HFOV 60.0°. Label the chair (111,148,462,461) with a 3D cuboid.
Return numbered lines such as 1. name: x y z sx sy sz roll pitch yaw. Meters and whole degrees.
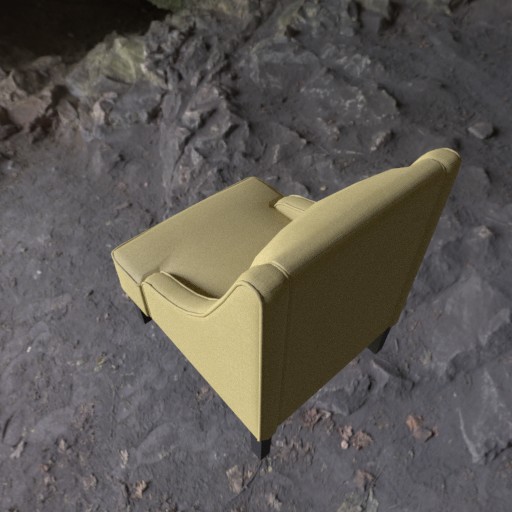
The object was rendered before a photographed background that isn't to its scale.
1. chair: 0.000 0.000 1.468 0.696 0.896 0.814 -33 55 -27
